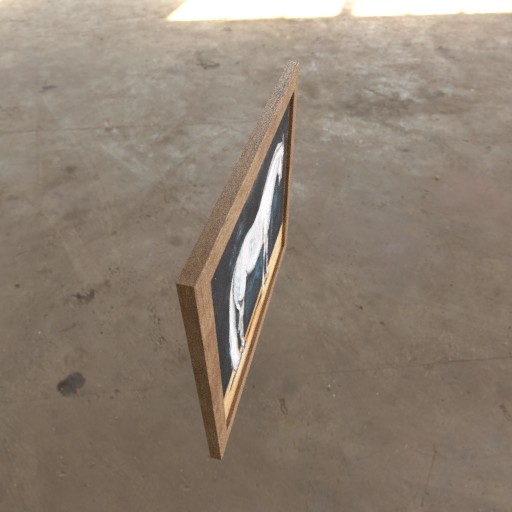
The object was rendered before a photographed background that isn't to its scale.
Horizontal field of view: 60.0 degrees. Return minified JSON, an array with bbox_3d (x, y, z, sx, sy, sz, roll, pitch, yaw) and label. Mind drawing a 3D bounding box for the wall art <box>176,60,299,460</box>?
[{"bbox_3d":[0.000,0.000,0.989,0.026,0.588,0.690,11,47,10],"label":"wall art"}]
